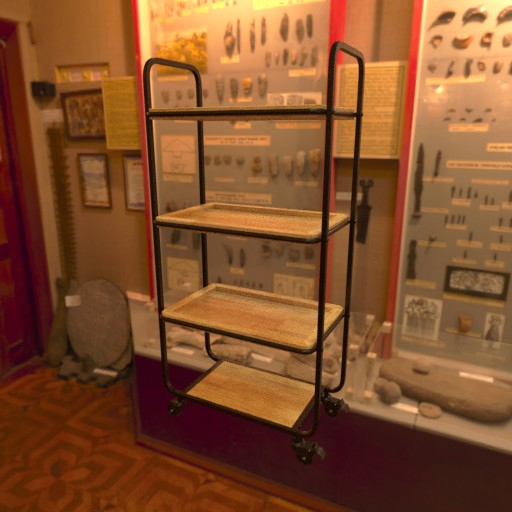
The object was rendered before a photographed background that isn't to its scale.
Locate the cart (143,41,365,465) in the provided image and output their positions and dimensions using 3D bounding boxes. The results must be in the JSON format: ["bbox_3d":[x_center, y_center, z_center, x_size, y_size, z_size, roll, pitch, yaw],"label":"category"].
[{"bbox_3d":[0.000,0.000,1.291,0.545,1.080,0.321,8,18,26],"label":"cart"}]
